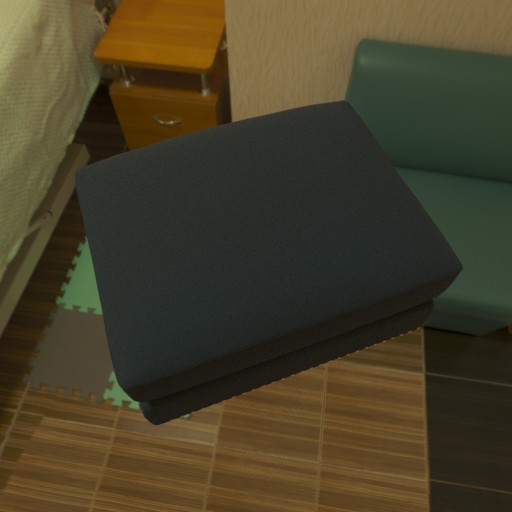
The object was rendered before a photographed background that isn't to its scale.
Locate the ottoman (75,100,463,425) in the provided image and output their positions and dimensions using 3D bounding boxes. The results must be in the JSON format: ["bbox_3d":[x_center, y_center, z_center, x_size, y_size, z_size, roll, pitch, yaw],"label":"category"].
[{"bbox_3d":[0.000,0.000,1.149,0.741,0.513,0.584,-18,61,-10],"label":"ottoman"}]
